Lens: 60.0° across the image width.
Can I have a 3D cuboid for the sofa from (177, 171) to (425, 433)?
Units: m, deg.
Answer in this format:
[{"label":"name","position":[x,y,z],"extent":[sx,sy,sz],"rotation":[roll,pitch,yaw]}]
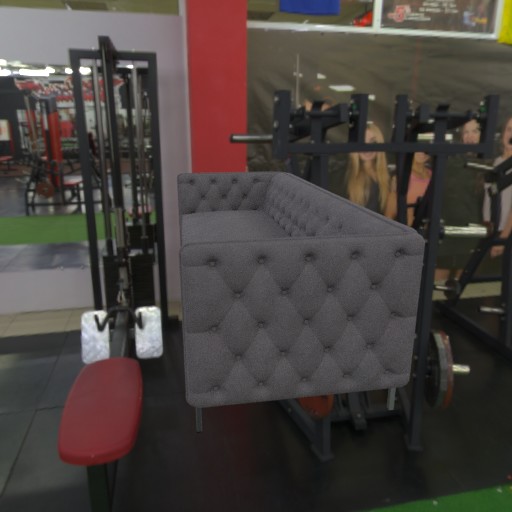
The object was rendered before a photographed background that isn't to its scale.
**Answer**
[{"label":"sofa","position":[0.000,0.000,2.643],"extent":[0.895,0.771,2.209],"rotation":[-3,17,-9]}]
